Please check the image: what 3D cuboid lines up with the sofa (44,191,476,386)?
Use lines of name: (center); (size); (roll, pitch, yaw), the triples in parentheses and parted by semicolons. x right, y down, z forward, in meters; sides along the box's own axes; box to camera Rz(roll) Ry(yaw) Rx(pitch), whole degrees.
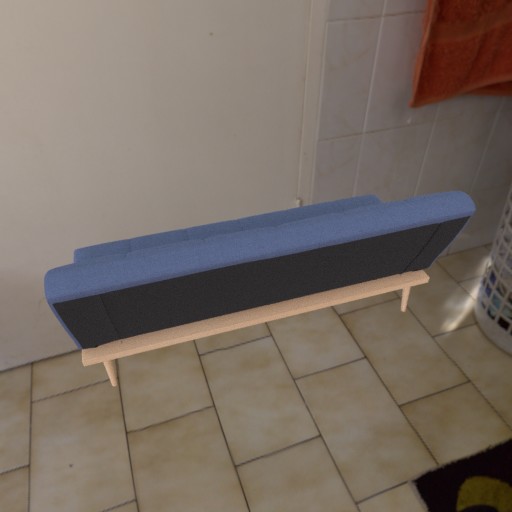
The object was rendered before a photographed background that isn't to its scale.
sofa: (0.000, 0.000, 2.233); (1.800, 0.800, 0.796); (-12, 42, -13)
